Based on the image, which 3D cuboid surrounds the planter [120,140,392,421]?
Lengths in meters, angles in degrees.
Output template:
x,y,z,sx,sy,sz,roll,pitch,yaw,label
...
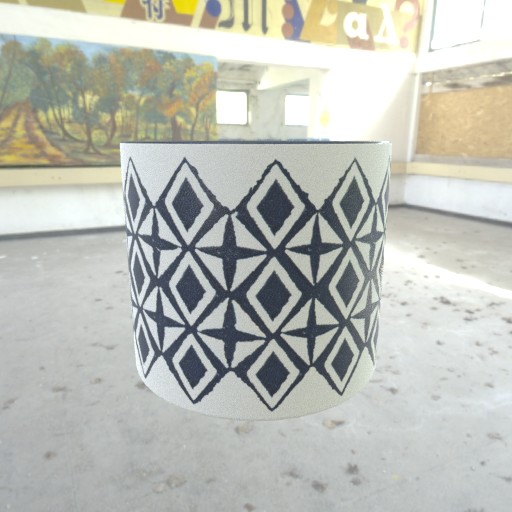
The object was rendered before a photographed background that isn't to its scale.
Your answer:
x,y,z,sx,sy,sz,roll,pitch,yaw,label
0.000,0.000,0.404,0.224,0.203,0.224,0,15,0,planter
